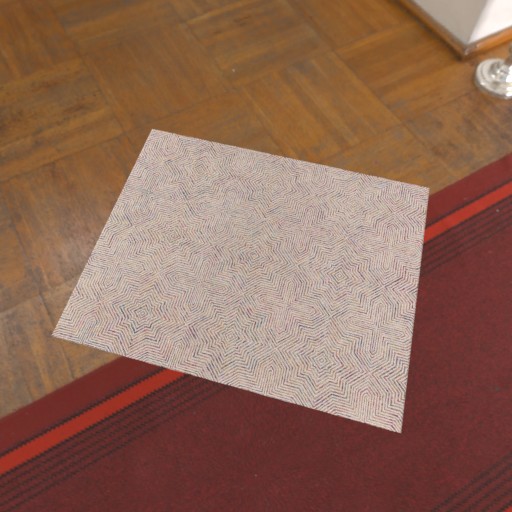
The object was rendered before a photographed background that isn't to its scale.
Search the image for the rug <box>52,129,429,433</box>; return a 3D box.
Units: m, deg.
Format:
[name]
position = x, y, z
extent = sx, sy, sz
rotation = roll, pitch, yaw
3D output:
[rug]
position = 0.000, 0.000, 4.222
extent = 3.046, 0.008, 2.442
rotation = 14, 64, 7
